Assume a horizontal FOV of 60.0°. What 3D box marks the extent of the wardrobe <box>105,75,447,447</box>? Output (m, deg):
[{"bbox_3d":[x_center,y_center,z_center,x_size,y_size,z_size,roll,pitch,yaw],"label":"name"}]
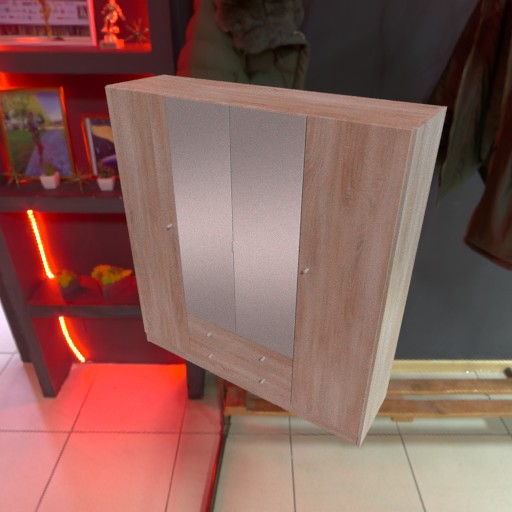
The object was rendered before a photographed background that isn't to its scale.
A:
[{"bbox_3d":[0.000,0.000,3.121,1.998,2.159,0.598,18,35,28],"label":"wardrobe"}]
